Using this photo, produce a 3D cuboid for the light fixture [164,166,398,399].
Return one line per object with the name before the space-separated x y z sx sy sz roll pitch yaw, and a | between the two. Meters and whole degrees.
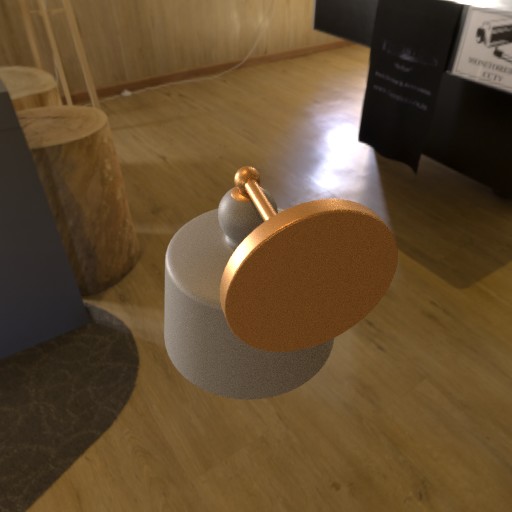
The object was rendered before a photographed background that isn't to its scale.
light fixture | 0.000 0.000 0.436 0.204 0.268 0.254 -12 41 -14
